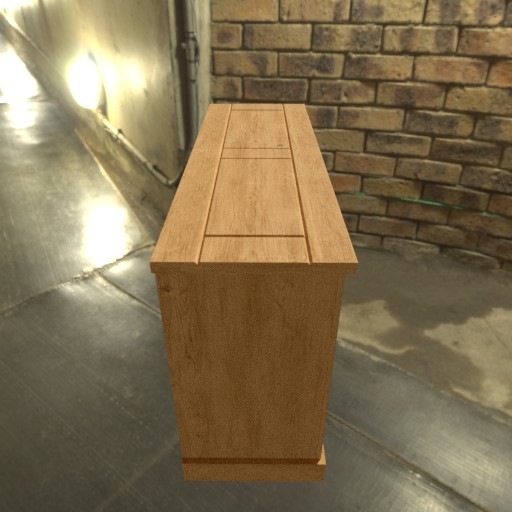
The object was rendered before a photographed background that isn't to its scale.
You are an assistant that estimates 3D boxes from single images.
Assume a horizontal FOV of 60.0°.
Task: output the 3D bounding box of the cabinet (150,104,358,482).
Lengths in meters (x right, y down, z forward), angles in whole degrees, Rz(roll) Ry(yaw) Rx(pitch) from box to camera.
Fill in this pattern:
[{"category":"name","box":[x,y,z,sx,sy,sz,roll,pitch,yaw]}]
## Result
[{"category":"cabinet","box":[0.000,0.000,1.691,0.432,0.810,1.321,0,33,0]}]
